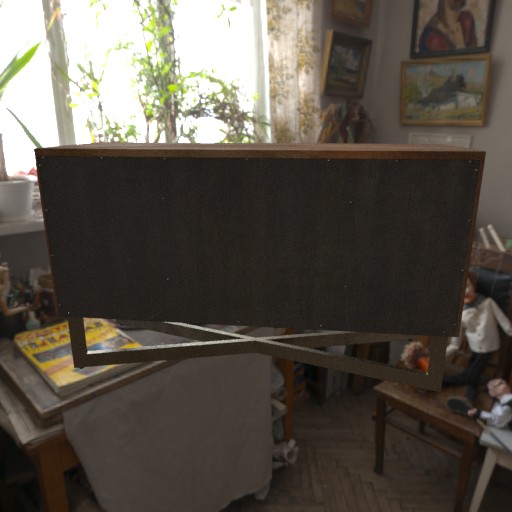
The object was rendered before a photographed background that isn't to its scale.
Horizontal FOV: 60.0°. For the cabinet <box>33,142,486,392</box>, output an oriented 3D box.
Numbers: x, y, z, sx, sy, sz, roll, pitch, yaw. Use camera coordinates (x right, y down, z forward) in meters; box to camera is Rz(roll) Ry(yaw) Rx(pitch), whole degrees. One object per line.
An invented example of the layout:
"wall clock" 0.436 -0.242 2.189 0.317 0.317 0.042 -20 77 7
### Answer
"cabinet" 0.000 0.000 1.680 1.373 0.812 0.480 2 17 6
